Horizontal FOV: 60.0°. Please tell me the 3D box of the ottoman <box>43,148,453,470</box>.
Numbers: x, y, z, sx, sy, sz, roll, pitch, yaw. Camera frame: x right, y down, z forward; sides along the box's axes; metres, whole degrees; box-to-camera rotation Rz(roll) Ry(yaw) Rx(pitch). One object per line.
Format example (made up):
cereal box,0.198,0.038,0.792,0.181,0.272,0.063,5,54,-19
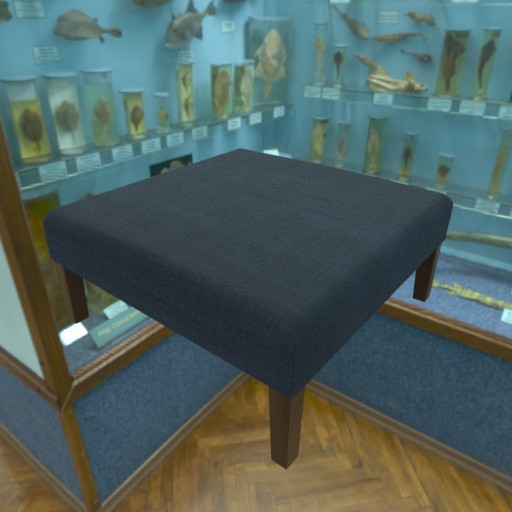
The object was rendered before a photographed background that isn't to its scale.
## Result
ottoman,0.000,0.000,1.405,0.890,0.411,0.889,21,35,33
